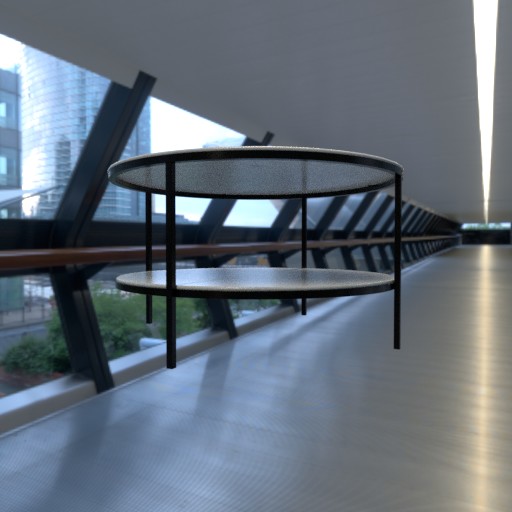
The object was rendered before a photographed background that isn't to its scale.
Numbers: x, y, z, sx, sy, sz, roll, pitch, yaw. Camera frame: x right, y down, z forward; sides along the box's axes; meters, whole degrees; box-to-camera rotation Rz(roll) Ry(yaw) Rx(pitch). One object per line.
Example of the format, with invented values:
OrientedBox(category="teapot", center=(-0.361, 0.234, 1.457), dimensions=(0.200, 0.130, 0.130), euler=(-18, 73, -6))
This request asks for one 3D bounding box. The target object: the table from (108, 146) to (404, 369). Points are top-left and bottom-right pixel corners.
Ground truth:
OrientedBox(category="table", center=(0.000, 0.000, 1.267), dimensions=(0.800, 0.450, 0.800), euler=(0, 1, 0))
